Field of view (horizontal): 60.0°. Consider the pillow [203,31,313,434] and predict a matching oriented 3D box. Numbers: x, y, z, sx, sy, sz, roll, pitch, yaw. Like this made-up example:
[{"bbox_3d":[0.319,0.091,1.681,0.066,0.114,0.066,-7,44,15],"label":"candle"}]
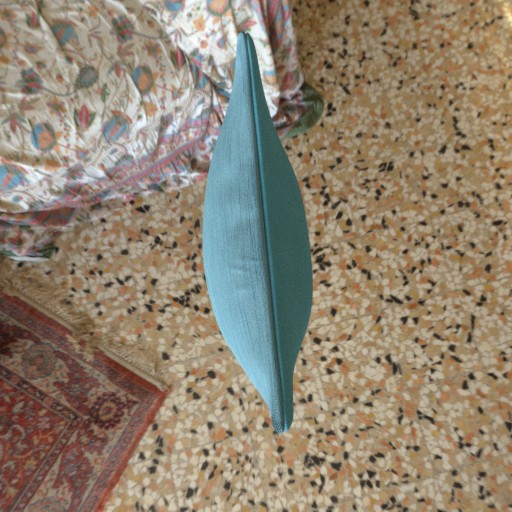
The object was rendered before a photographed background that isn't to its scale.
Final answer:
[{"bbox_3d":[0.000,0.000,0.648,0.151,0.415,0.433,-5,77,-1],"label":"pillow"}]
